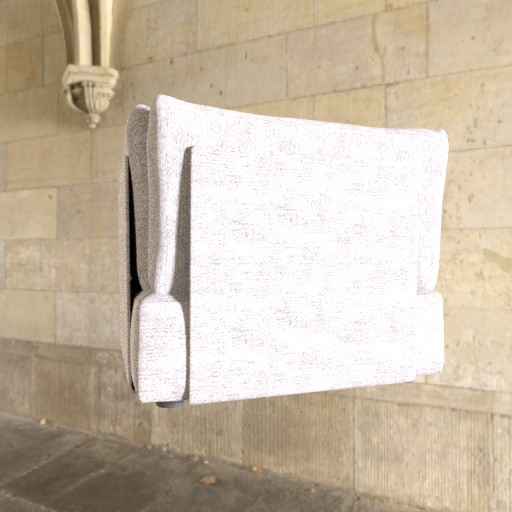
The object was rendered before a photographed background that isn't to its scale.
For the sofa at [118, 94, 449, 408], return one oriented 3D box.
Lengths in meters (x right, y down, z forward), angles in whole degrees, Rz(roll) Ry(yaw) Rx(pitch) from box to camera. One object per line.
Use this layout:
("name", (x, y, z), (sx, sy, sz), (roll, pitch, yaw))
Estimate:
("sofa", (0.000, 0.000, 1.710), (1.000, 0.820, 1.000), (0, -1, -19))
